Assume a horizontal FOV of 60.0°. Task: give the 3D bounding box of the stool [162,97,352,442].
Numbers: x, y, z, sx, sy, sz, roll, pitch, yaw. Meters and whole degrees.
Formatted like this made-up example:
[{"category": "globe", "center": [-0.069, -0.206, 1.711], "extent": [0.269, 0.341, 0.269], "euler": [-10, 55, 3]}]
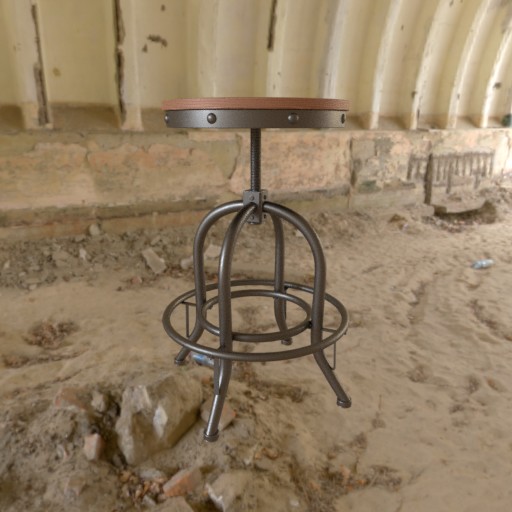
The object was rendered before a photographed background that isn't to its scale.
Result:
[{"category": "stool", "center": [0.000, 0.000, 0.927], "extent": [0.439, 0.609, 0.439], "euler": [7, 18, 23]}]
